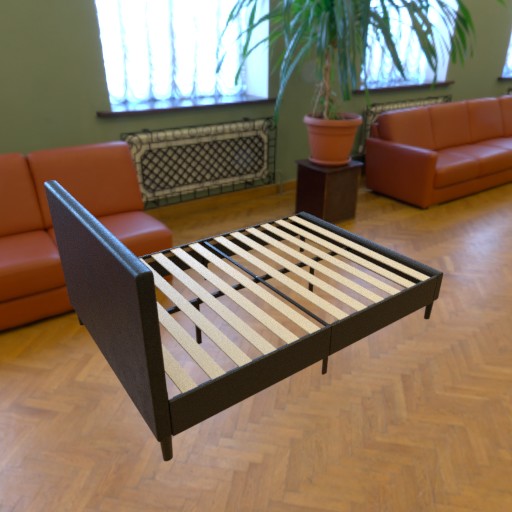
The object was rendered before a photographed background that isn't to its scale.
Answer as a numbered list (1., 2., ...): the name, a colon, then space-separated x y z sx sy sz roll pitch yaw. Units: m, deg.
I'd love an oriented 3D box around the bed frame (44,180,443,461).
1. bed frame: 0.000 0.000 2.972 2.152 1.046 1.469 -18 31 -31
